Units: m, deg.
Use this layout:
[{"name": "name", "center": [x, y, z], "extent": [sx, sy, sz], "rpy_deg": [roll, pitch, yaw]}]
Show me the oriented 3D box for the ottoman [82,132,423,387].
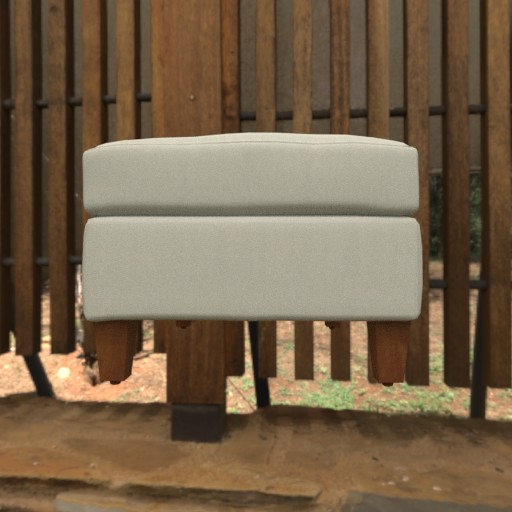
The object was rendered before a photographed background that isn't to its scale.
[{"name": "ottoman", "center": [0.000, 0.000, 1.188], "extent": [0.634, 0.496, 0.818], "rpy_deg": [0, -1, 1]}]
